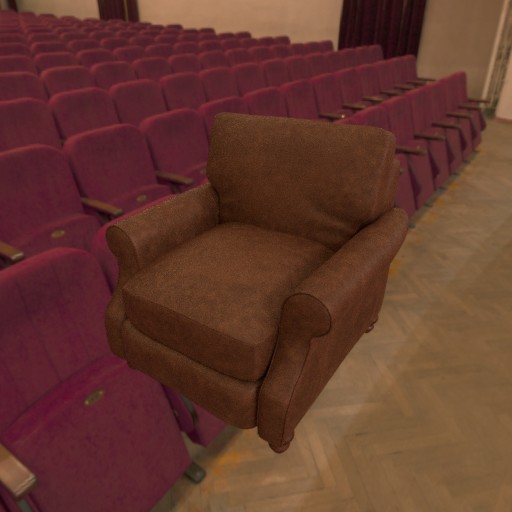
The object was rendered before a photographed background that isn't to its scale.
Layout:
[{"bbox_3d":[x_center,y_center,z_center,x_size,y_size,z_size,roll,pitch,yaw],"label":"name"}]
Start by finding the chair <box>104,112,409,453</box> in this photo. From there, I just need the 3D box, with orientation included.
[{"bbox_3d":[0.000,0.000,1.785,0.996,0.976,1.002,18,33,30],"label":"chair"}]
